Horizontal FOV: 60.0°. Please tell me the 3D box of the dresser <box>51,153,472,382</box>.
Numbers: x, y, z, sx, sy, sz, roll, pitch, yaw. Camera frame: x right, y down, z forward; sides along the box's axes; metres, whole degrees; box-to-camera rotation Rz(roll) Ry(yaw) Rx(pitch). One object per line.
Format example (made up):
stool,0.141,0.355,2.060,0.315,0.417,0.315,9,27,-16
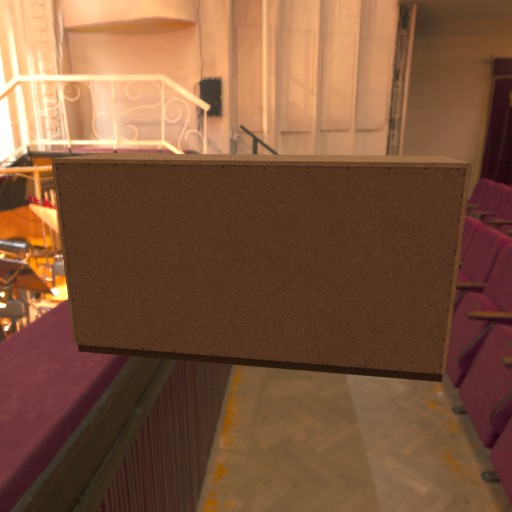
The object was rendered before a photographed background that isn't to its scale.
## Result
dresser,0.000,0.000,2.041,1.628,0.889,0.483,3,16,9
